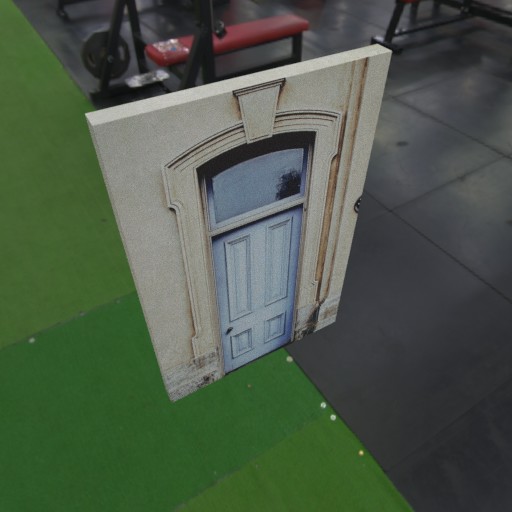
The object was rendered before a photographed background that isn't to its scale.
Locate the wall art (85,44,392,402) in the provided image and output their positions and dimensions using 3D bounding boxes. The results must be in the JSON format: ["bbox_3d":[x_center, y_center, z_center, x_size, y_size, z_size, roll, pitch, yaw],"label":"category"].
[{"bbox_3d":[0.000,0.000,0.943,0.508,0.764,0.038,-22,49,-20],"label":"wall art"}]
